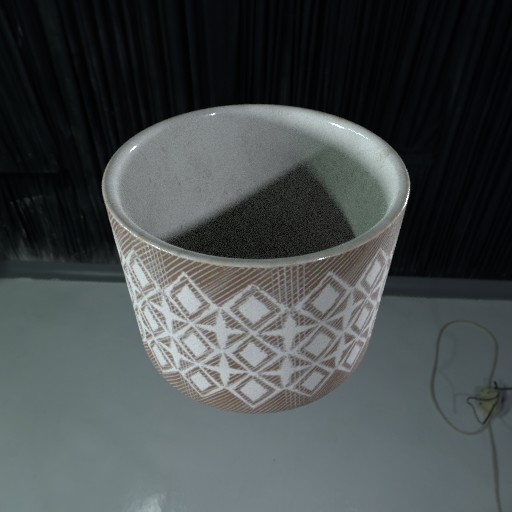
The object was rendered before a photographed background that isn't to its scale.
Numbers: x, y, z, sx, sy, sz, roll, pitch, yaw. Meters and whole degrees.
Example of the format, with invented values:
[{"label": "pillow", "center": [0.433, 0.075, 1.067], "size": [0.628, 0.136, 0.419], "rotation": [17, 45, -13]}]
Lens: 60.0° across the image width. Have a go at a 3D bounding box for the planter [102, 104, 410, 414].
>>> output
[{"label": "planter", "center": [0.000, 0.000, 0.222], "size": [0.126, 0.104, 0.126], "rotation": [0, 42, 0]}]
